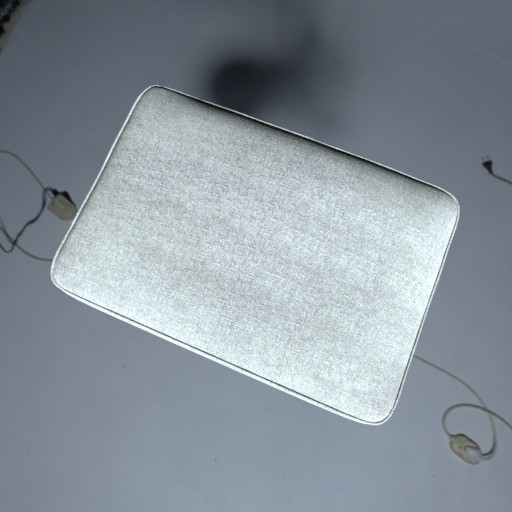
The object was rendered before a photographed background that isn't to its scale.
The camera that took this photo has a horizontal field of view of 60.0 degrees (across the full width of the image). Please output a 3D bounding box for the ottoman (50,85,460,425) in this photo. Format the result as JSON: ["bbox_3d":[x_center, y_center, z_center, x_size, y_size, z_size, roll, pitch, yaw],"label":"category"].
[{"bbox_3d":[0.000,0.000,1.150,0.813,0.457,0.561,22,78,5],"label":"ottoman"}]
